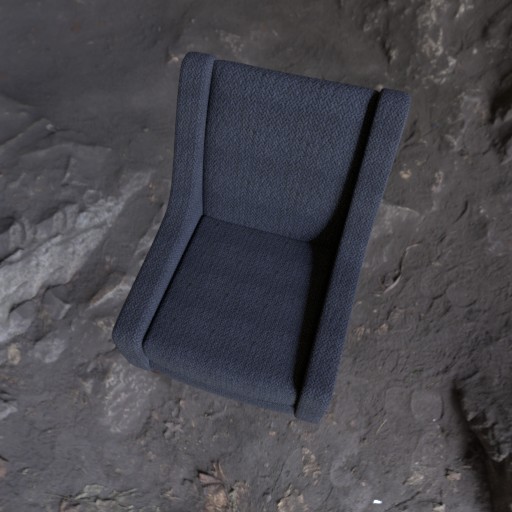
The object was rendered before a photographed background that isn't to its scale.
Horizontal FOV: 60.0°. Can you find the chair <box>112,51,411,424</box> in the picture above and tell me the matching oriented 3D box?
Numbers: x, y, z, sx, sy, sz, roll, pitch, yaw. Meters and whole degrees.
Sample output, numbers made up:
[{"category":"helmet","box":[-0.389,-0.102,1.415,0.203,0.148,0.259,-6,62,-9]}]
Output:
[{"category":"chair","box":[0.000,0.000,1.689,0.793,1.012,0.944,15,59,9]}]
